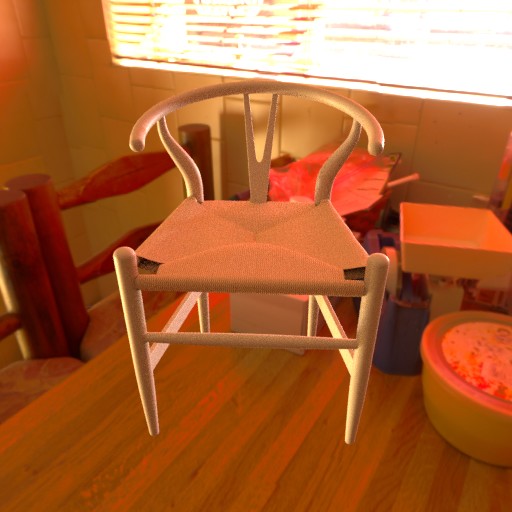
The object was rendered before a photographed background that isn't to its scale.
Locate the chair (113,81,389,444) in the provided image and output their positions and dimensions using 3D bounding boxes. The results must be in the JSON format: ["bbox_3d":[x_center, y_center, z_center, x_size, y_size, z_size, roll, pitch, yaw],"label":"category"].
[{"bbox_3d":[0.000,0.000,1.082,0.533,0.736,0.500,1,30,3],"label":"chair"}]
